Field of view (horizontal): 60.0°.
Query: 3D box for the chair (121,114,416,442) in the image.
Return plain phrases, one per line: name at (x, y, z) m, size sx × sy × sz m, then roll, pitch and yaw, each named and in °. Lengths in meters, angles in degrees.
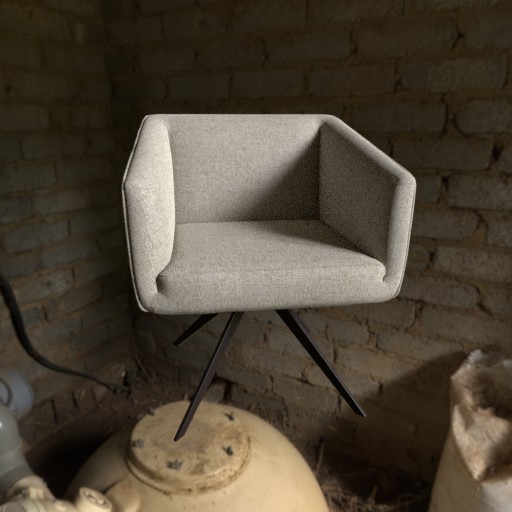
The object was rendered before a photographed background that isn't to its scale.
chair at (0.000, 0.000, 1.243) m, size 0.628 × 0.760 × 0.623 m, roll -2°, pitch 17°, yaw -8°
